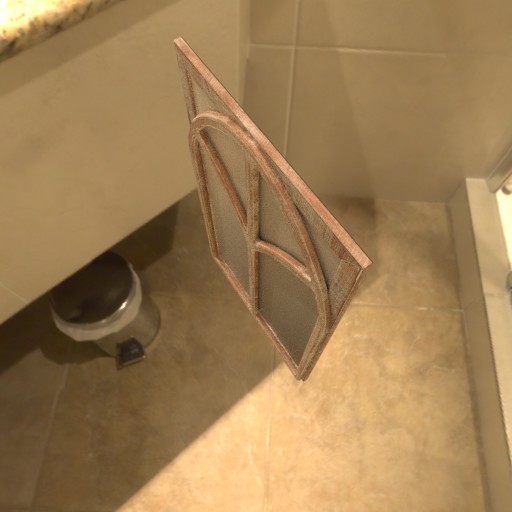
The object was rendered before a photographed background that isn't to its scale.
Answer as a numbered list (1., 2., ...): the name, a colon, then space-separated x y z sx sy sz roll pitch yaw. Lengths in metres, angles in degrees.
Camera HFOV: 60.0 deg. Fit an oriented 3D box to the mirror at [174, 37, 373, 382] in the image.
1. mirror: 0.000 0.000 0.995 0.058 0.787 0.495 -31 68 -14
